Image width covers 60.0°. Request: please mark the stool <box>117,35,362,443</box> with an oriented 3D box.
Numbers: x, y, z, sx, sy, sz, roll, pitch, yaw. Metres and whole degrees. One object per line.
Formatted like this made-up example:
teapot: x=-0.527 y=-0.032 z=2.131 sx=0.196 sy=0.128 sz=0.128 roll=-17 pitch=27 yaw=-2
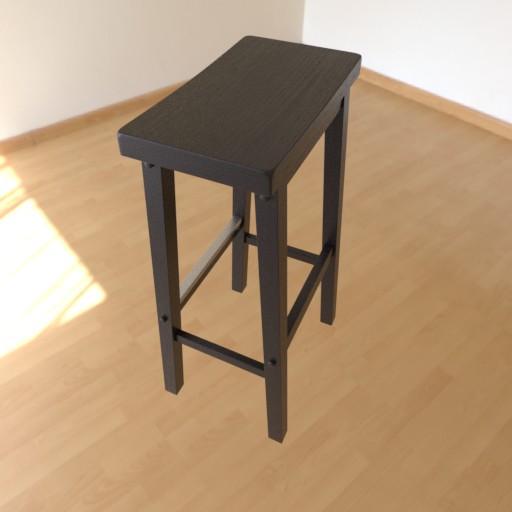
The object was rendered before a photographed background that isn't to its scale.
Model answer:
stool: x=0.000 y=0.000 z=0.951 sx=0.322 sy=0.742 sz=0.406 roll=18 pitch=48 yaw=17
